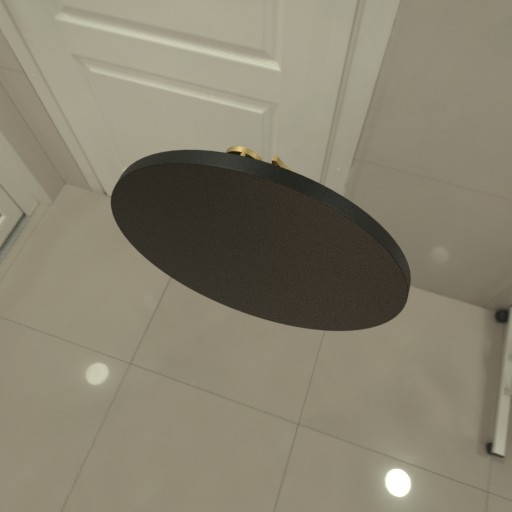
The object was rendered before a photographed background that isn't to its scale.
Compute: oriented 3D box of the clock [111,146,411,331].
[{"bbox_3d":[0.000,0.000,0.679,0.454,0.454,0.038,17,64,8],"label":"clock"}]
